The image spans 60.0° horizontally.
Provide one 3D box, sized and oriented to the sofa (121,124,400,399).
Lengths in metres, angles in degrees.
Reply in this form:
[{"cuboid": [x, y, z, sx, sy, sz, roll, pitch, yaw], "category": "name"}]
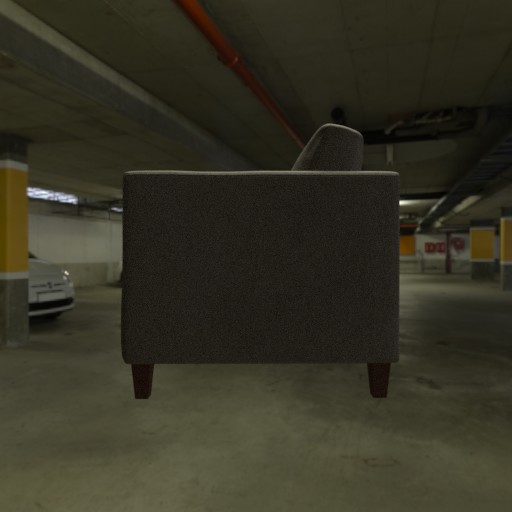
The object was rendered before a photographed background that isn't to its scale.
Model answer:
[{"cuboid": [0.000, 0.000, 2.373, 0.950, 0.963, 1.884, 0, 0, -1], "category": "sofa"}]
